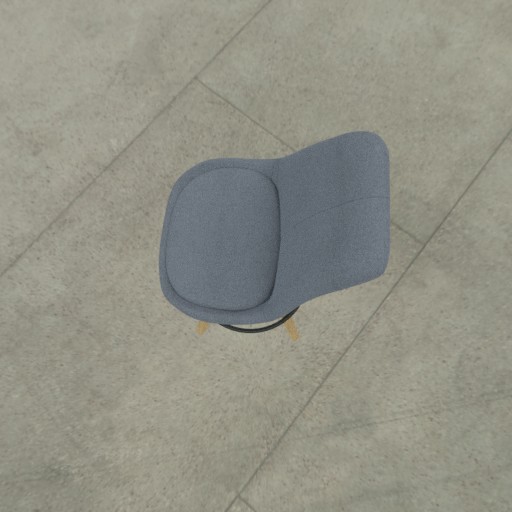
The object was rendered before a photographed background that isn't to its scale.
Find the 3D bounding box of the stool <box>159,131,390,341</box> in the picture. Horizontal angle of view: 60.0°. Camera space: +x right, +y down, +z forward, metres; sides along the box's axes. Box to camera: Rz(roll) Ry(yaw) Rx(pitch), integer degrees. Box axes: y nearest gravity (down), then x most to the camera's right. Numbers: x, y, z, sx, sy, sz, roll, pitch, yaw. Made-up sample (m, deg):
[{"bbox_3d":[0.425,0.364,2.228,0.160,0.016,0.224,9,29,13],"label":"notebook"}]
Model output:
[{"bbox_3d":[0.000,0.000,1.426,0.550,1.115,0.485,4,76,1],"label":"stool"}]
